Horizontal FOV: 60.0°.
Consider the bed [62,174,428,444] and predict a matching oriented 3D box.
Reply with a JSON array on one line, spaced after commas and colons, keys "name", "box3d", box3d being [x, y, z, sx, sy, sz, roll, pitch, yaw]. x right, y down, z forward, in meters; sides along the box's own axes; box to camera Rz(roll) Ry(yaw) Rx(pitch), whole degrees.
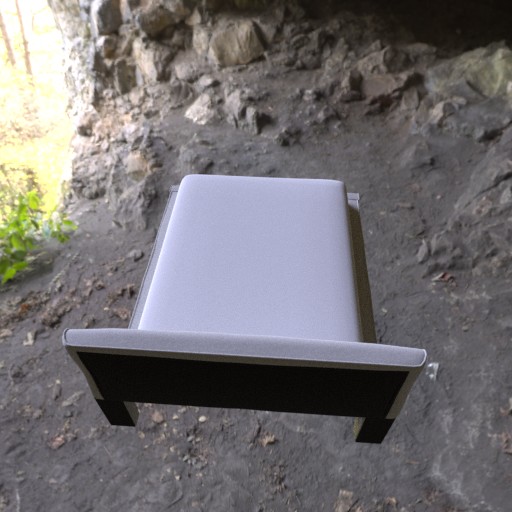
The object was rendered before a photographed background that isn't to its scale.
[{"name": "bed", "box3d": [0.000, 0.000, 3.319, 1.840, 1.067, 2.368, 3, 48, 3]}]
